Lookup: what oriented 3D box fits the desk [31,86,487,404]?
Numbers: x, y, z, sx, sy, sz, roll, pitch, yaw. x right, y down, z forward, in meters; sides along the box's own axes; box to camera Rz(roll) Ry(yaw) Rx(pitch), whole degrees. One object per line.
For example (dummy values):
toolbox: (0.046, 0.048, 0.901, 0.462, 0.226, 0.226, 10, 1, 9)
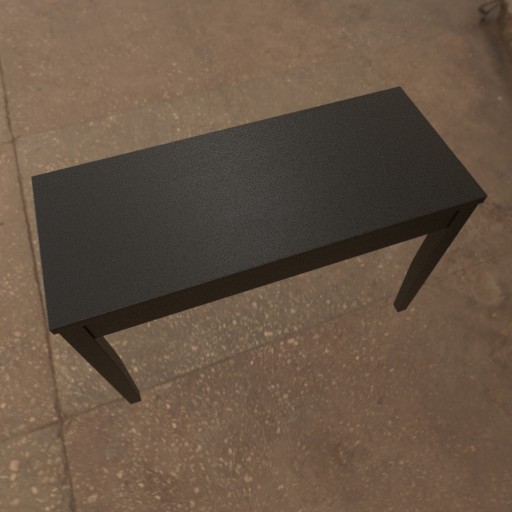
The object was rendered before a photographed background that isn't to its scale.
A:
desk: (0.000, 0.000, 1.607, 1.220, 0.775, 0.508, -17, 60, -10)
